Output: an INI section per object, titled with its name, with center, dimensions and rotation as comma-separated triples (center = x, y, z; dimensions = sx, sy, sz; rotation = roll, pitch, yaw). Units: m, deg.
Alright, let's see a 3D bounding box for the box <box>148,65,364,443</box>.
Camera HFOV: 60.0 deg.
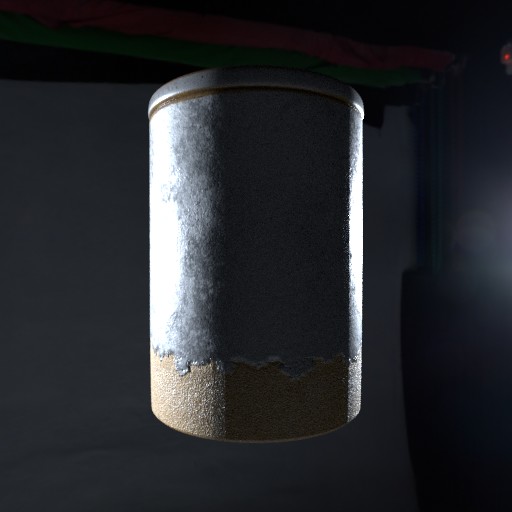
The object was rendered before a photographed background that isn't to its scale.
[box]
center = 0.000, 0.000, 0.249
dimensions = 0.118, 0.168, 0.118
rotation = 0, 0, 0
